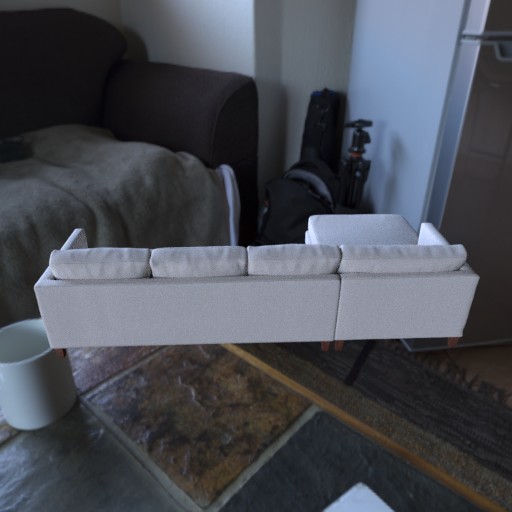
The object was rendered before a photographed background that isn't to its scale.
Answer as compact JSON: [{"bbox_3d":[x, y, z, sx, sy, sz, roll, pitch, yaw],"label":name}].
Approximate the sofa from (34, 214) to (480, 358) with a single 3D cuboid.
[{"bbox_3d":[0.000,0.000,3.950,3.186,0.861,1.625,-1,30,-2],"label":"sofa"}]
